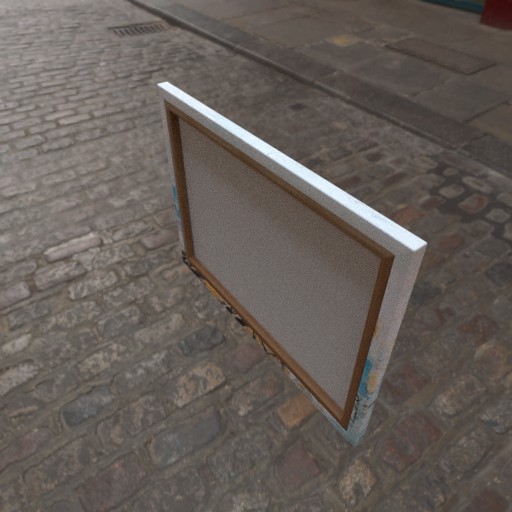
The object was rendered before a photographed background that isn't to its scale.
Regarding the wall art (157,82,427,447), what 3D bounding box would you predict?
[{"bbox_3d":[0.000,0.000,1.363,0.038,0.762,1.016,-26,47,-27],"label":"wall art"}]
